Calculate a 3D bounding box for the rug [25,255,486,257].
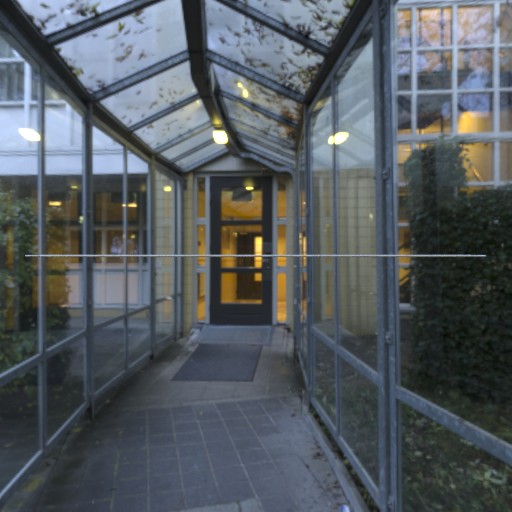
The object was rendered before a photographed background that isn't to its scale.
[{"bbox_3d":[0.000,0.000,2.720,2.449,0.011,0.774,0,0,0],"label":"rug"}]
